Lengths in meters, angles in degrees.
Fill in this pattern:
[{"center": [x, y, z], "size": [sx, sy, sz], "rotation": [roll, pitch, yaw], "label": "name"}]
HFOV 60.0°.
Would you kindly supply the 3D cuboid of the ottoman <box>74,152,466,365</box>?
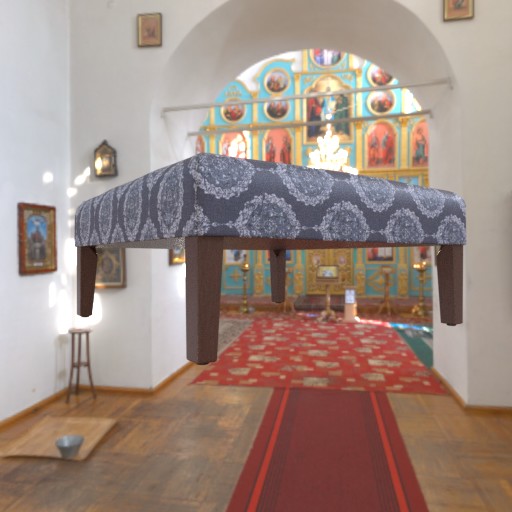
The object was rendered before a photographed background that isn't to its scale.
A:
[{"center": [0.000, 0.000, 1.395], "size": [0.890, 0.409, 0.889], "rotation": [0, -1, -35], "label": "ottoman"}]
